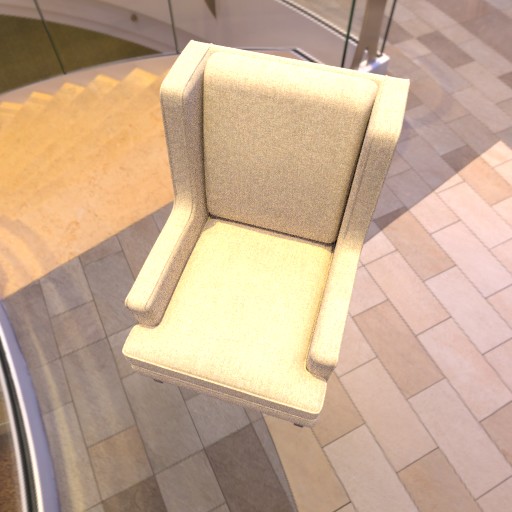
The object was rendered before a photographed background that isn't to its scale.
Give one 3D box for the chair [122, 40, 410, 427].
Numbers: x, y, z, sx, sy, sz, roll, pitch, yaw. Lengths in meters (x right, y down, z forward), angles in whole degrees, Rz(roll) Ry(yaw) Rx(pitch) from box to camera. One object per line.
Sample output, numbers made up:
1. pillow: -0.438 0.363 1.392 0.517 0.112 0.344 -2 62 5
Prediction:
1. chair: 0.000 0.000 1.685 0.764 1.082 0.948 14 59 9
